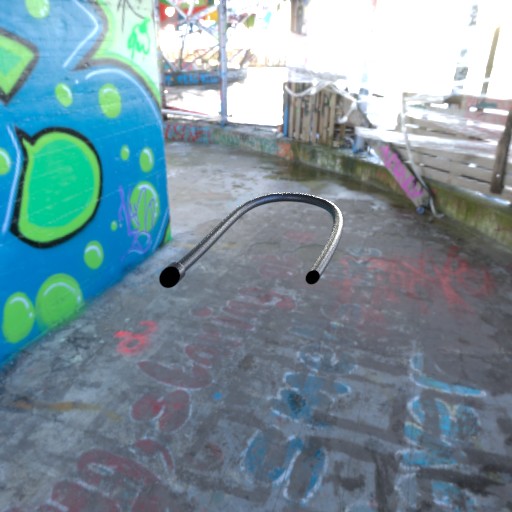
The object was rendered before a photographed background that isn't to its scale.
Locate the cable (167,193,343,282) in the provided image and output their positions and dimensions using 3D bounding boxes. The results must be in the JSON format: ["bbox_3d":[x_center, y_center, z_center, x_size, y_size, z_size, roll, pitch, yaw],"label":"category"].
[{"bbox_3d":[0.000,0.000,0.110,0.040,0.006,0.098,9,27,17],"label":"cable"}]
